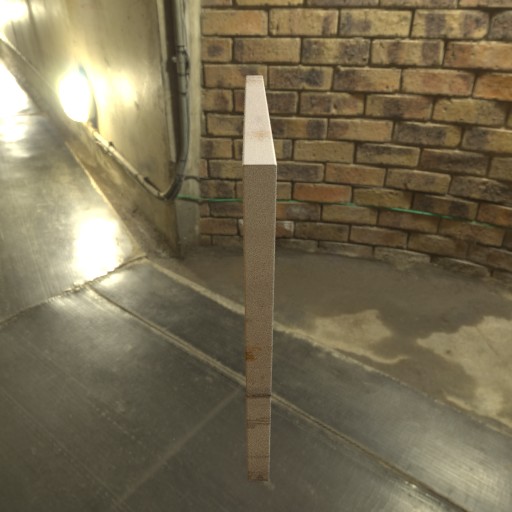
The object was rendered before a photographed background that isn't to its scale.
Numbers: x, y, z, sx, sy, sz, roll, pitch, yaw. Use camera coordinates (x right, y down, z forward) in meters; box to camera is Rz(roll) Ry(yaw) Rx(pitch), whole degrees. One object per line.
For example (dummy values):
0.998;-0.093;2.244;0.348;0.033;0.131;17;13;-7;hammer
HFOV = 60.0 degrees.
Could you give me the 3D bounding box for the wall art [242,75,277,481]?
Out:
0.000;0.000;0.928;0.040;0.613;0.611;0;31;-1;wall art
